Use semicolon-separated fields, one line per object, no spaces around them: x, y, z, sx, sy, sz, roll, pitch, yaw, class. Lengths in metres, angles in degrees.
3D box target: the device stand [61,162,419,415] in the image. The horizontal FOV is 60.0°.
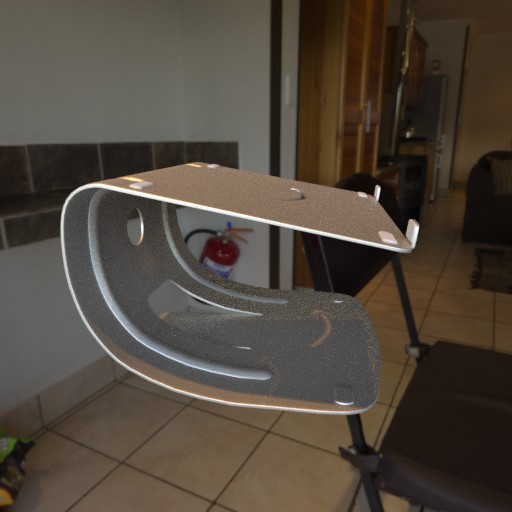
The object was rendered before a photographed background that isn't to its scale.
0.000;0.000;0.409;0.236;0.155;0.256;2;15;9;device stand
